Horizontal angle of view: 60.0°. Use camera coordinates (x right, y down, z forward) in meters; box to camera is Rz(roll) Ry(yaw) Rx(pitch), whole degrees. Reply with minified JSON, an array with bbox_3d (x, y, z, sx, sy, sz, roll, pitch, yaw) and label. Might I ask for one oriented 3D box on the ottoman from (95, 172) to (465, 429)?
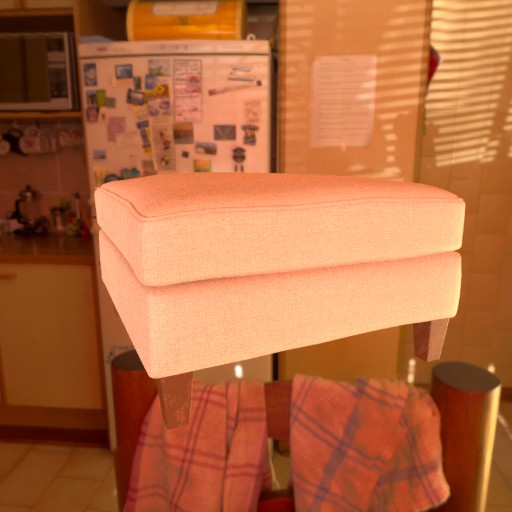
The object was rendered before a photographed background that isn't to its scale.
[{"bbox_3d":[0.000,0.000,1.348,0.838,0.503,0.838,-6,14,-24],"label":"ottoman"}]
